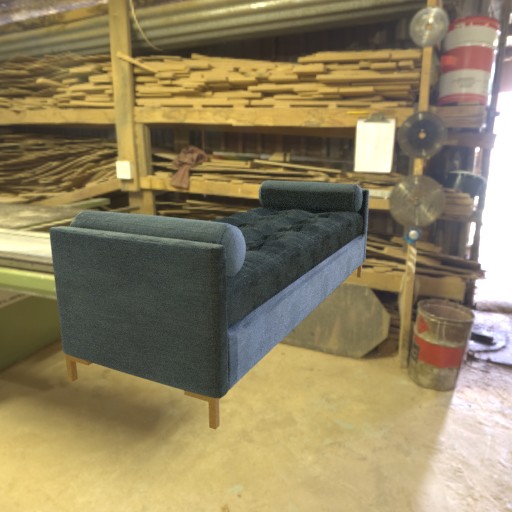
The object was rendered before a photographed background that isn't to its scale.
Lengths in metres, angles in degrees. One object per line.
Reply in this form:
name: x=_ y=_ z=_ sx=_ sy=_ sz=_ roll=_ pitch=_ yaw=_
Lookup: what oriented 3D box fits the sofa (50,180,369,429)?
sofa: x=0.000 y=0.000 z=2.516 sx=0.796 sy=0.705 sz=2.102 roll=7 pitch=16 yaw=26
